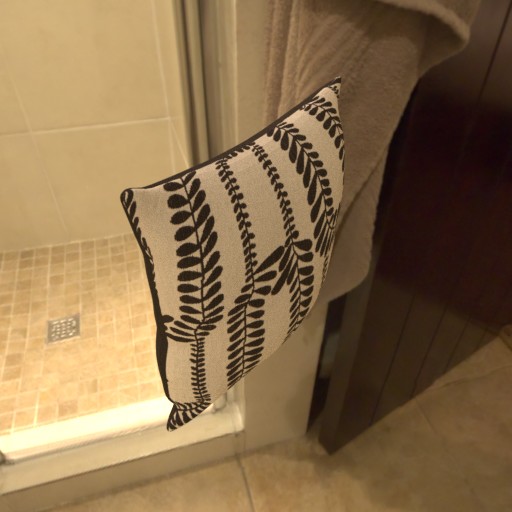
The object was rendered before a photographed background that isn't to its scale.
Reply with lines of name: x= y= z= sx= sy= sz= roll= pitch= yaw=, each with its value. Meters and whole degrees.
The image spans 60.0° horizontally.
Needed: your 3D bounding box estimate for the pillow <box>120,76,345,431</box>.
pillow: x=0.000 y=0.000 z=0.685 sx=0.182 sy=0.441 sz=0.440 roll=26 pitch=47 yaw=27
